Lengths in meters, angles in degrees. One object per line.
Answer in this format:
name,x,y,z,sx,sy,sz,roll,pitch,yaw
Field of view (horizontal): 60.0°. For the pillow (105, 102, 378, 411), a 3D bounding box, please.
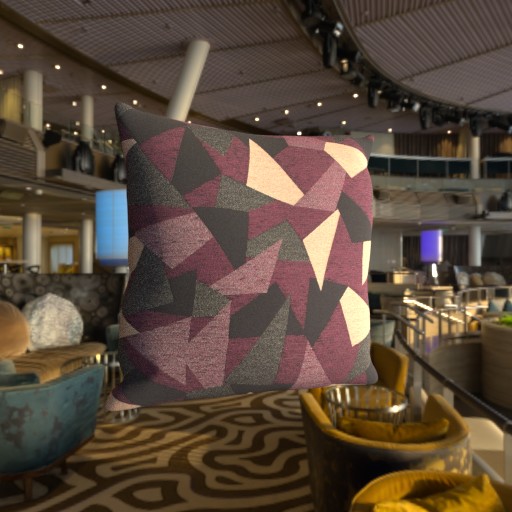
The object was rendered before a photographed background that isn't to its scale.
pillow,0.000,0.000,0.783,0.503,0.496,0.208,0,-1,-19
